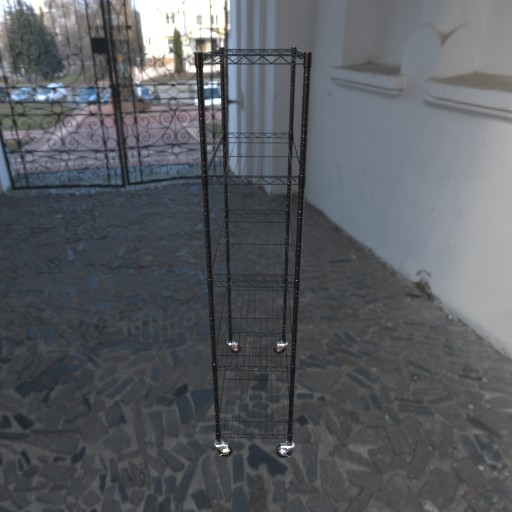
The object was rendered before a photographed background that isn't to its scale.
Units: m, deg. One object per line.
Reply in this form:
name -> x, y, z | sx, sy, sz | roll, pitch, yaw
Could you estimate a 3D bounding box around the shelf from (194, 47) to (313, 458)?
shelf -> 0.000, 0.000, 1.944 | 0.356, 1.645, 0.762 | 1, 26, 1
